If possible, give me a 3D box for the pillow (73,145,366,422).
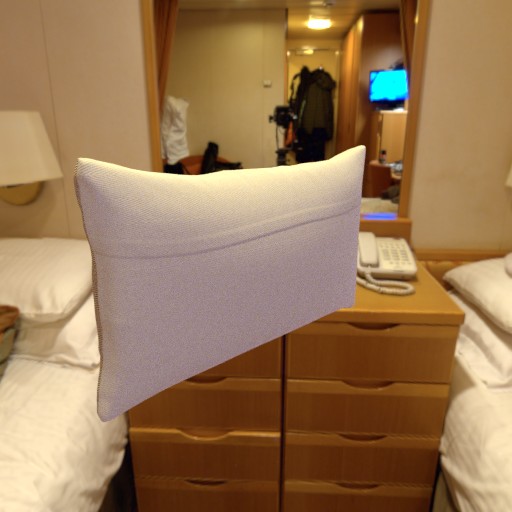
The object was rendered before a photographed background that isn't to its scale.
[{"bbox_3d":[0.000,0.000,0.641,0.506,0.305,0.139,-16,23,-41],"label":"pillow"}]
